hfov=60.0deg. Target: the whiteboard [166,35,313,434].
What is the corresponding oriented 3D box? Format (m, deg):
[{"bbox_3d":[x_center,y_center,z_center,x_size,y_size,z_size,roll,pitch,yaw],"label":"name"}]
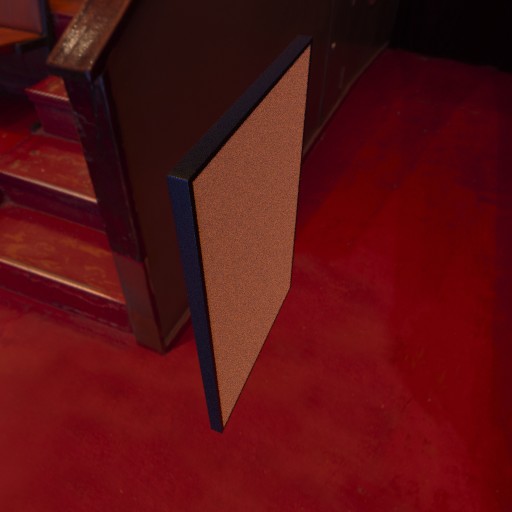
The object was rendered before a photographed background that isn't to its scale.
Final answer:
[{"bbox_3d":[0.000,0.000,0.785,0.026,0.611,0.406,17,48,15],"label":"whiteboard"}]
